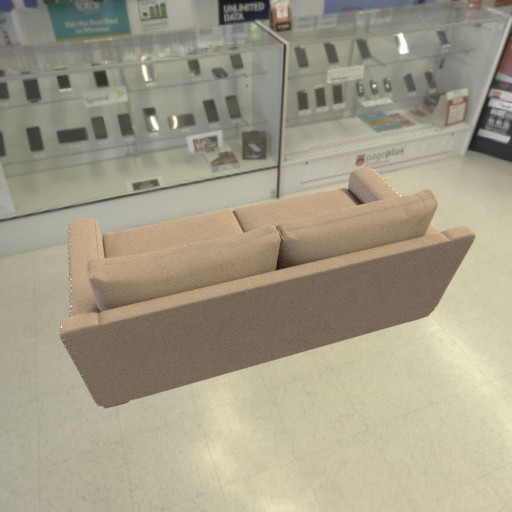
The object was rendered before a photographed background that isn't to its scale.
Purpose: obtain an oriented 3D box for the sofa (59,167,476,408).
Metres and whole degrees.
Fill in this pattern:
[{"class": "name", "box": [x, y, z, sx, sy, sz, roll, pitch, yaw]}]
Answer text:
[{"class": "sofa", "box": [0.000, 0.000, 2.517, 1.967, 0.901, 1.030, -13, 43, -14]}]
